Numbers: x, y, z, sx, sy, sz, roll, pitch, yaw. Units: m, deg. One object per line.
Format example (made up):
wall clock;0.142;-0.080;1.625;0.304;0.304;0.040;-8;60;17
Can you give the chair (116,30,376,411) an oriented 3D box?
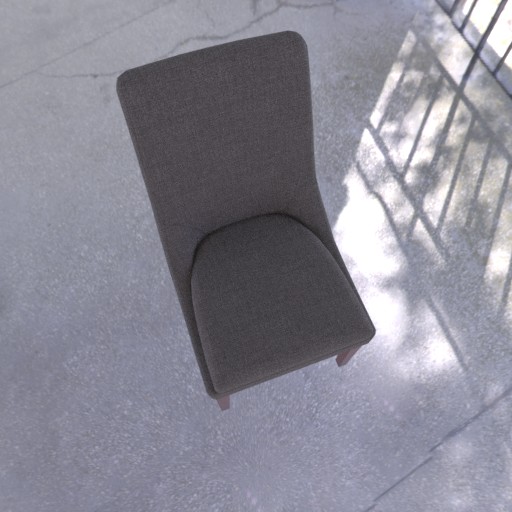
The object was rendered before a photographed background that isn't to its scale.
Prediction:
chair;0.000;0.000;1.302;0.508;0.952;0.655;-18;65;-9
